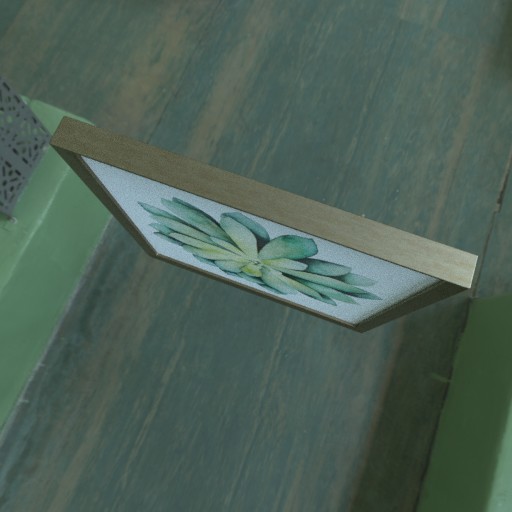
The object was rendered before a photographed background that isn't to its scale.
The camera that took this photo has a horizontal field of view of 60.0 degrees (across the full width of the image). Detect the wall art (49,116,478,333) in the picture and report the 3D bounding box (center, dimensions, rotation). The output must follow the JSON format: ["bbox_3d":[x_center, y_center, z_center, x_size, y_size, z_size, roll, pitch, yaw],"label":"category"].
[{"bbox_3d":[0.000,0.000,0.745,0.503,0.506,0.040,20,76,5],"label":"wall art"}]
